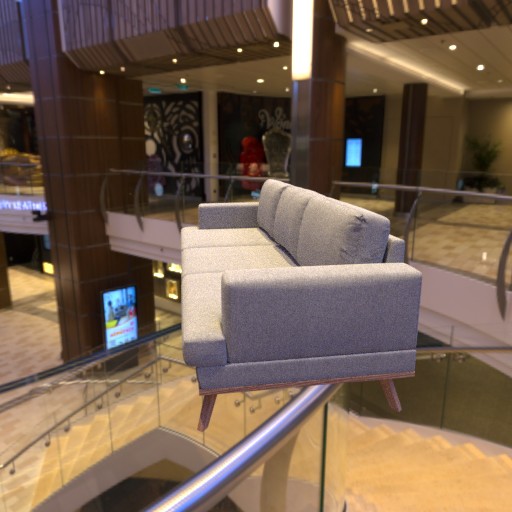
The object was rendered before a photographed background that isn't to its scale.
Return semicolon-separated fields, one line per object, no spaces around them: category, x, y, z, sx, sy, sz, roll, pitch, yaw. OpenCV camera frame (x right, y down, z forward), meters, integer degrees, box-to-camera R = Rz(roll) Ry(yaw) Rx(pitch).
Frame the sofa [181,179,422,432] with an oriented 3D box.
sofa;0.000;0.000;2.739;0.920;0.810;2.310;-2;14;-9
